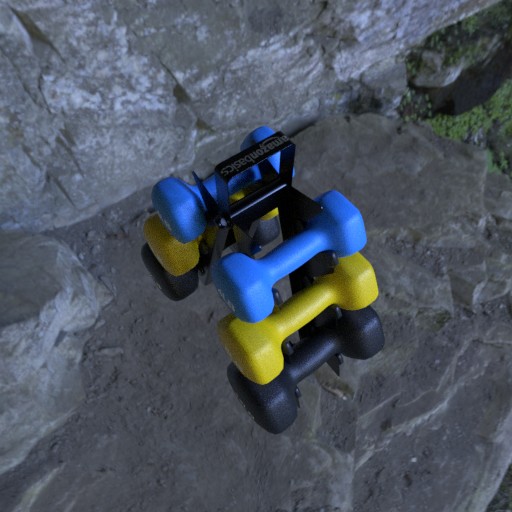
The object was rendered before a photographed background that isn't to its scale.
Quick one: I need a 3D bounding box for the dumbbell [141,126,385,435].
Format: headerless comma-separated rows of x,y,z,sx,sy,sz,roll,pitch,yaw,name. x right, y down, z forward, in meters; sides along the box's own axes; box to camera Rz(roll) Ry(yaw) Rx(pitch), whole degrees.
0.000,0.000,0.662,0.255,0.426,0.409,-33,64,-18,dumbbell
